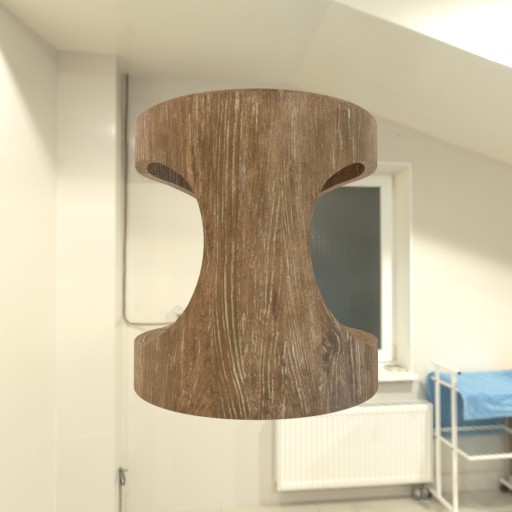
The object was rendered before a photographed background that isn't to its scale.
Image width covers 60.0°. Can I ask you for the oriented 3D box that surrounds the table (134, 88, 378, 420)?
[{"bbox_3d":[0.000,0.000,0.996,0.527,0.551,0.527,0,-1,0],"label":"table"}]
